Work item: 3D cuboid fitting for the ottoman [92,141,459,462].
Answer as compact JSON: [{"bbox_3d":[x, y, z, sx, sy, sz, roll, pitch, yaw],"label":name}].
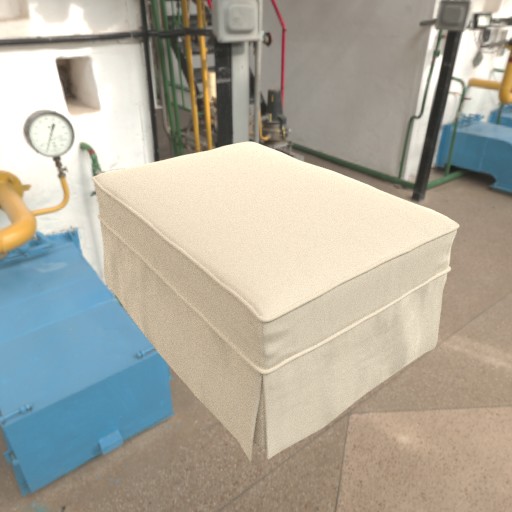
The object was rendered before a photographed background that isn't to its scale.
[{"bbox_3d":[0.000,0.000,1.357,0.703,0.479,0.944,-21,37,-31],"label":"ottoman"}]
